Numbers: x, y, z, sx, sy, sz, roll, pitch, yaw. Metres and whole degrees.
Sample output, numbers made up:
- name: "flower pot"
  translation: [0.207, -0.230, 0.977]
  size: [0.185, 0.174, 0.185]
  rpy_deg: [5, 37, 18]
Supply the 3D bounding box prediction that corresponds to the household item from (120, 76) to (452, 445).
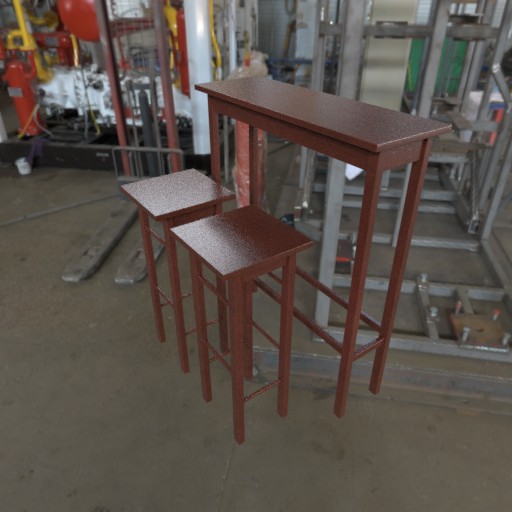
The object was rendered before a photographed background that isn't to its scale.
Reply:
- name: "household item"
  translation: [0.000, 0.000, 1.650]
  size: [0.676, 1.067, 0.914]
  rpy_deg: [-21, 37, -30]
